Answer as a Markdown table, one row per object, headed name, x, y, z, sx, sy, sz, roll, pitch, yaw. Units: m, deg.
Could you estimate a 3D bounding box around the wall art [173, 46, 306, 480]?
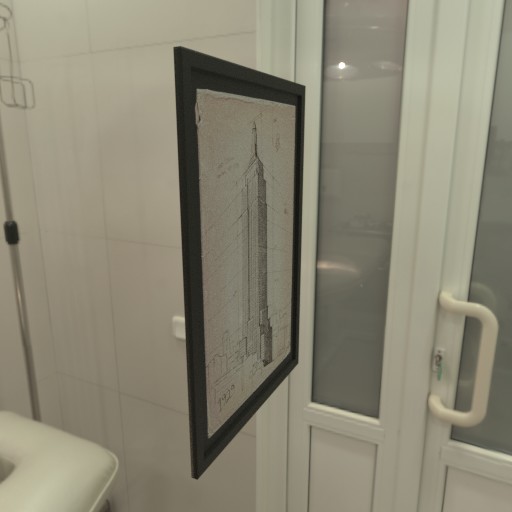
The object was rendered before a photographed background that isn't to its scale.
| name | x | y | z | sx | sy | sz | roll | pitch | yaw |
| --- | --- | --- | --- | --- | --- | --- | --- | --- | --- |
| wall art | 0.000 | 0.000 | 0.849 | 0.012 | 0.661 | 0.451 | 7 | 16 | 26 |
